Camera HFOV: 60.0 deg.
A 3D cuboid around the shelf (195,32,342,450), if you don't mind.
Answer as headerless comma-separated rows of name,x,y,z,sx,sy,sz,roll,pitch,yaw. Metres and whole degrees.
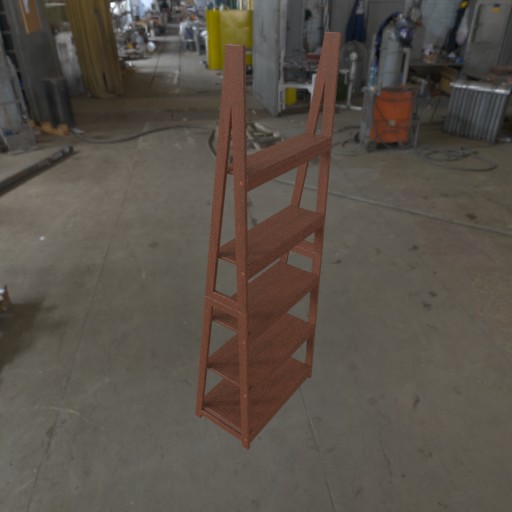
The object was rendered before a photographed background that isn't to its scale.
shelf,0.000,0.000,1.982,0.350,1.770,0.600,21,36,31
